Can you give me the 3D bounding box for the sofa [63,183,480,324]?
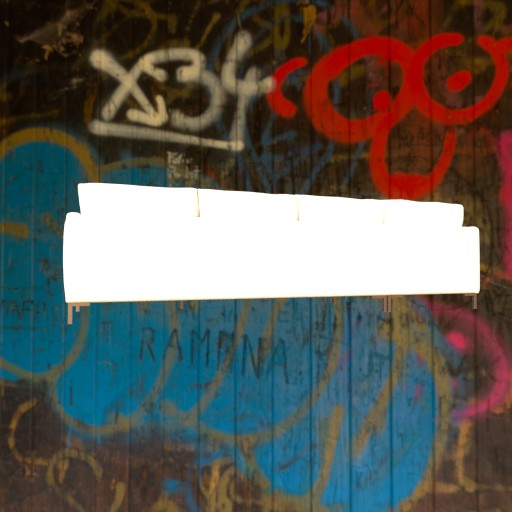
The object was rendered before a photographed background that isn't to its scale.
[{"bbox_3d":[0.000,0.000,3.557,2.737,0.756,1.879,0,-1,-19],"label":"sofa"}]
